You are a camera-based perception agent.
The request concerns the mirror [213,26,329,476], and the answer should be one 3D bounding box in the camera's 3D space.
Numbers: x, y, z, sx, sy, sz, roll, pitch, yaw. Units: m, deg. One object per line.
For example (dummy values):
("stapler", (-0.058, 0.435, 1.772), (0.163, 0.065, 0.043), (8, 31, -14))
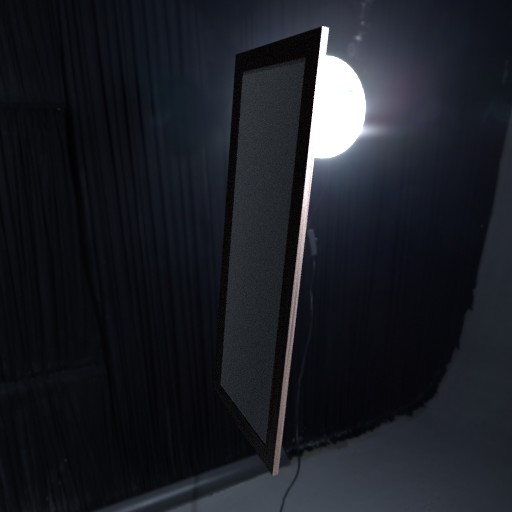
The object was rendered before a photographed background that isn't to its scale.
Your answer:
("mirror", (0.000, 0.000, 2.289), (0.221, 2.020, 0.812), (-8, 19, -25))
